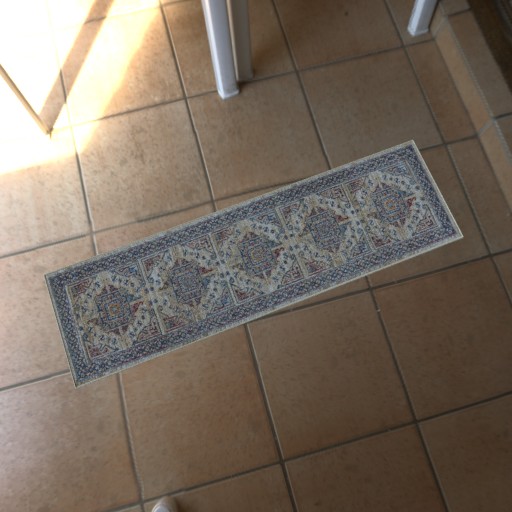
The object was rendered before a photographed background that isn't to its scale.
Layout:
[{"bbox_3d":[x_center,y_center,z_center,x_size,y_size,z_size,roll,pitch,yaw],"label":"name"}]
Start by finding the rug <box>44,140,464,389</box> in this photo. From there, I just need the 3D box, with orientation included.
[{"bbox_3d":[0.000,0.000,2.512,2.297,0.013,0.661,-21,77,-5],"label":"rug"}]
